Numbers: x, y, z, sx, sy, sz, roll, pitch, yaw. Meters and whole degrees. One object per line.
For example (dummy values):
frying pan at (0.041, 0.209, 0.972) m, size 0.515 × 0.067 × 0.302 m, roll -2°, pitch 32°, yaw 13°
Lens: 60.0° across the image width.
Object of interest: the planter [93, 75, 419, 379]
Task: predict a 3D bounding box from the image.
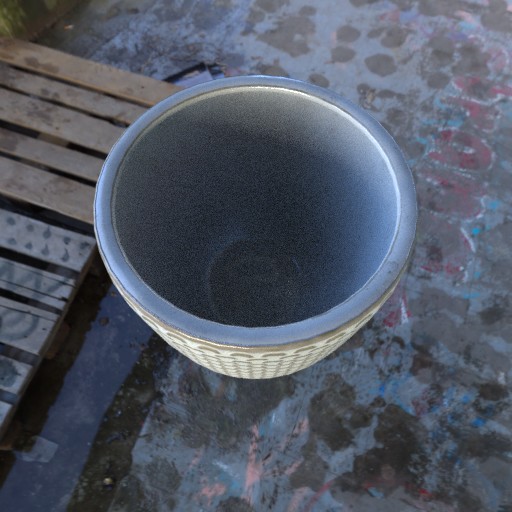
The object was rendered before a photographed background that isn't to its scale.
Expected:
planter at (0.000, 0.000, 0.304) m, size 0.173 × 0.160 × 0.173 m, roll 0°, pitch 64°, yaw 0°
